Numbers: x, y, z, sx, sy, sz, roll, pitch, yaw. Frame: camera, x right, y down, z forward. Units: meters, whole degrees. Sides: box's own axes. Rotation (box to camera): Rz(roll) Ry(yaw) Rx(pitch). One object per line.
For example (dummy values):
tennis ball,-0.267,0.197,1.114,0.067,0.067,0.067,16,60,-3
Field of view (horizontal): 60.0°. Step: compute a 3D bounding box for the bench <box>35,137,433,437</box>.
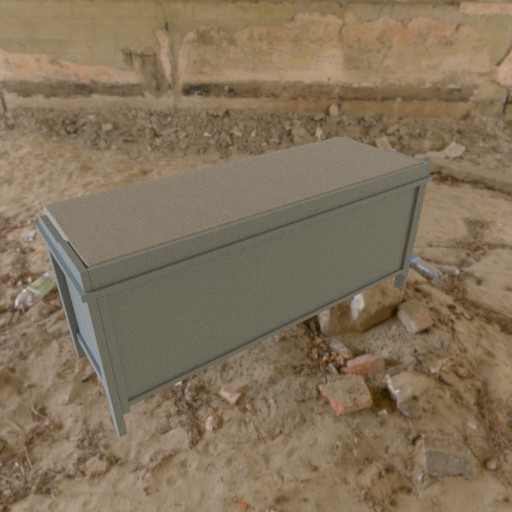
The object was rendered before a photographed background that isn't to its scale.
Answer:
bench,0.000,0.000,1.410,1.140,0.501,0.398,-20,36,-30
